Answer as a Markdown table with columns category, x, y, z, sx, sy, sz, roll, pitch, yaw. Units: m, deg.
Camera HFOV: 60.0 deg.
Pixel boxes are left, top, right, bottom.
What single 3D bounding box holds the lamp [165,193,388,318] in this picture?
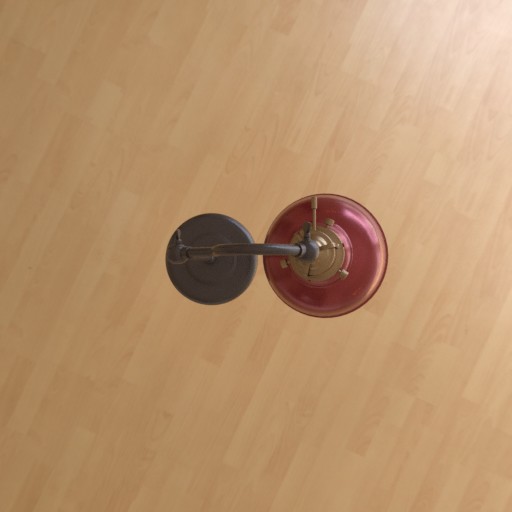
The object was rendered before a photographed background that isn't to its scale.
| category | x | y | z | sx | sy | sz | roll | pitch | yaw |
| --- | --- | --- | --- | --- | --- | --- | --- | --- | --- |
| lamp | 0.000 | 0.000 | 0.670 | 0.374 | 0.508 | 0.192 | 0 | 89 | 0 |
